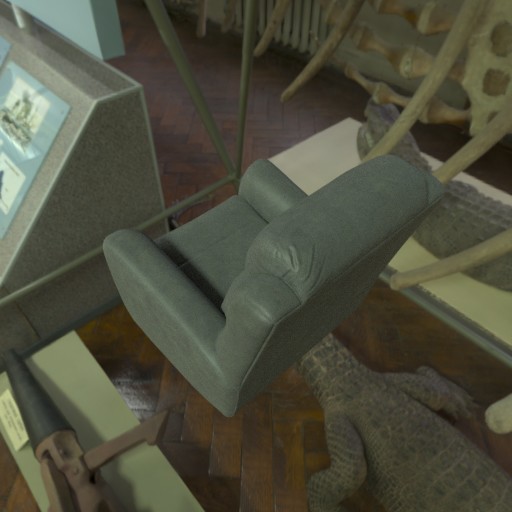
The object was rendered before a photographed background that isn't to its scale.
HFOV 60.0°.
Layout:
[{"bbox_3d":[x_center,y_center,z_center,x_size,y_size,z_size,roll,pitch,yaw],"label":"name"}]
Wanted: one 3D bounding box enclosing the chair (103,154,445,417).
[{"bbox_3d":[0.000,0.000,1.925,0.965,1.116,1.068,-33,54,-28],"label":"chair"}]
